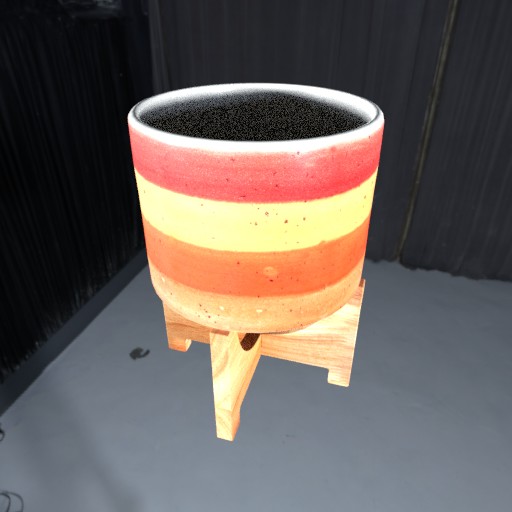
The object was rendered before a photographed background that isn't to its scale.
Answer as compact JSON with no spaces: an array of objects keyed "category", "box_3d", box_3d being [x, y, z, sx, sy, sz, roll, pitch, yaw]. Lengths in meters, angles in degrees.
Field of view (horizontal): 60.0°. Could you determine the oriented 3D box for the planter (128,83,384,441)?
[{"category":"planter","box_3d":[0.000,0.000,0.407,0.199,0.268,0.199,0,31,0]}]
